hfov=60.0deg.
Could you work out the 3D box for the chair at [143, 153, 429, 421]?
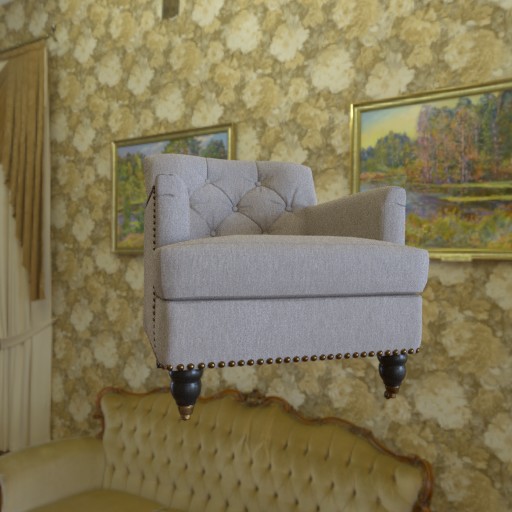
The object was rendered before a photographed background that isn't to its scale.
[{"bbox_3d":[0.000,0.000,1.506,0.737,0.823,0.902,0,-1,-17],"label":"chair"}]
